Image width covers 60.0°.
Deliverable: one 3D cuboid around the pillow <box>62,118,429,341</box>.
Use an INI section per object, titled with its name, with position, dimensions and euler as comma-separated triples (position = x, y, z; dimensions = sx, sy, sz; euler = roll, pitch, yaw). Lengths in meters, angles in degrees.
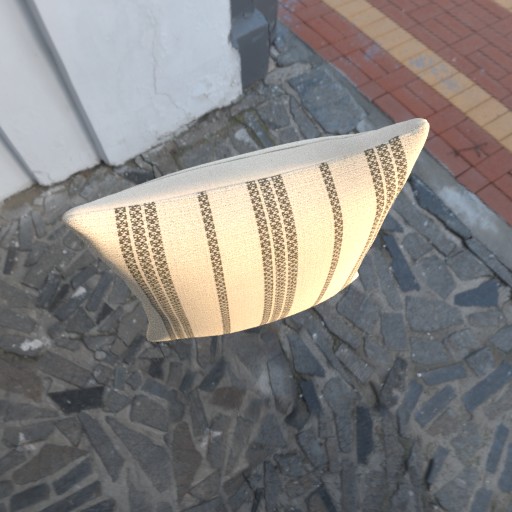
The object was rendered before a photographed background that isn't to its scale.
[pillow]
position = 0.000, 0.000, 0.638
dimensions = 0.405, 0.406, 0.173
euler = -16, 64, -8
